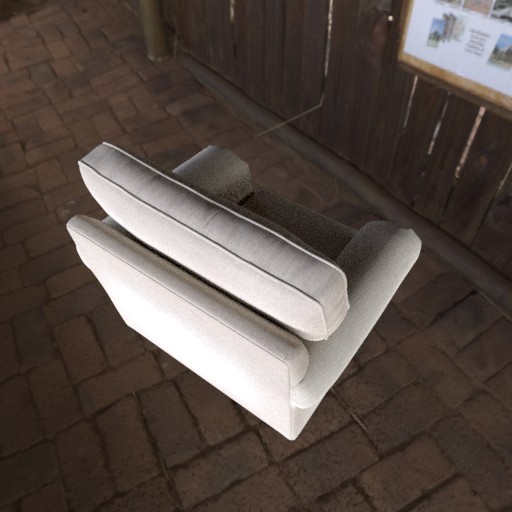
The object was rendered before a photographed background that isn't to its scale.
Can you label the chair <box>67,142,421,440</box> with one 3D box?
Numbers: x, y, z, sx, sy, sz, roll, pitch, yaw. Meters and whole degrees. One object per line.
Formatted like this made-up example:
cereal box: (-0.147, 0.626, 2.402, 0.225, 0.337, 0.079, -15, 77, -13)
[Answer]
chair: (0.000, 0.000, 1.800, 1.092, 0.961, 0.965, 28, 53, 24)
